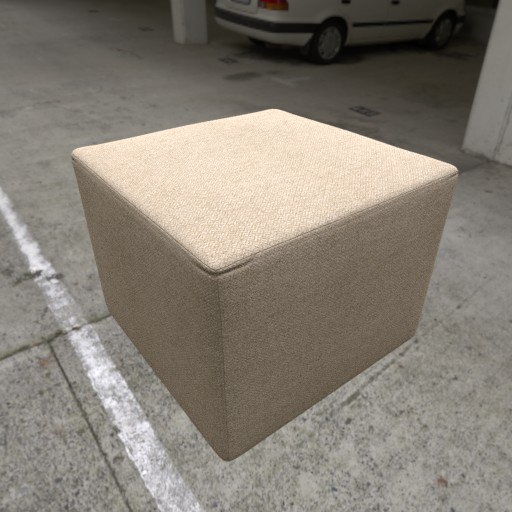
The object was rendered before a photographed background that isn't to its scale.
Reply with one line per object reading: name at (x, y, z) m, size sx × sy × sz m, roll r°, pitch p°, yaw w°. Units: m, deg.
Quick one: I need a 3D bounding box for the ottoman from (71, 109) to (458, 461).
ottoman at (0.000, 0.000, 0.885) m, size 0.508 × 0.432 × 0.508 m, roll -22°, pitch 39°, yaw -31°
